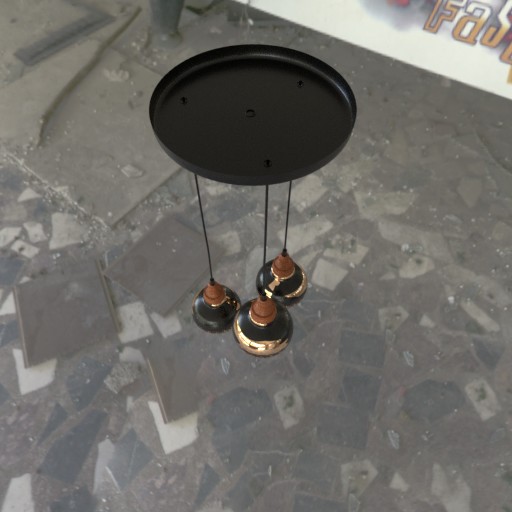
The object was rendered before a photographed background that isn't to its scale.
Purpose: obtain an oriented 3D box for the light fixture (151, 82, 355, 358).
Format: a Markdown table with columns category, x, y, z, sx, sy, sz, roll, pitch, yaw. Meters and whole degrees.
| category | x | y | z | sx | sy | sz | roll | pitch | yaw |
| --- | --- | --- | --- | --- | --- | --- | --- | --- | --- |
| light fixture | 0.000 | 0.000 | 1.765 | 0.608 | 1.410 | 0.605 | -14 | 57 | -10 |
